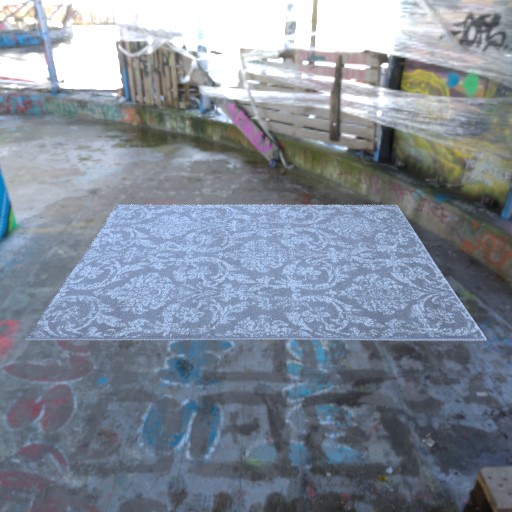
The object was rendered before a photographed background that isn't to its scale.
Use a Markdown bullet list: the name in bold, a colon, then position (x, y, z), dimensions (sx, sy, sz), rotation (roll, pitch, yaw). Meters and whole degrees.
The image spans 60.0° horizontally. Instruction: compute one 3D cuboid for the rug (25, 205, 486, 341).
- **rug**: position (0.000, 0.000, 2.796), dimensions (2.206, 0.014, 1.578), rotation (0, 30, 0)
